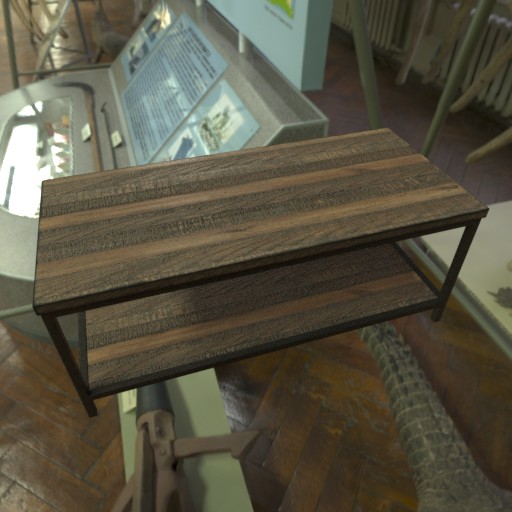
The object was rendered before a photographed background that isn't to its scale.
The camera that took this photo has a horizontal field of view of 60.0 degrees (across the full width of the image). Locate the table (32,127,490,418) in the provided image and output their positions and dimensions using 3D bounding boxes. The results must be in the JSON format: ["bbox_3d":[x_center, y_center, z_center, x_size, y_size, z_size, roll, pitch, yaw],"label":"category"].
[{"bbox_3d":[0.000,0.000,1.202,0.990,0.399,0.452,-12,42,-13],"label":"table"}]
